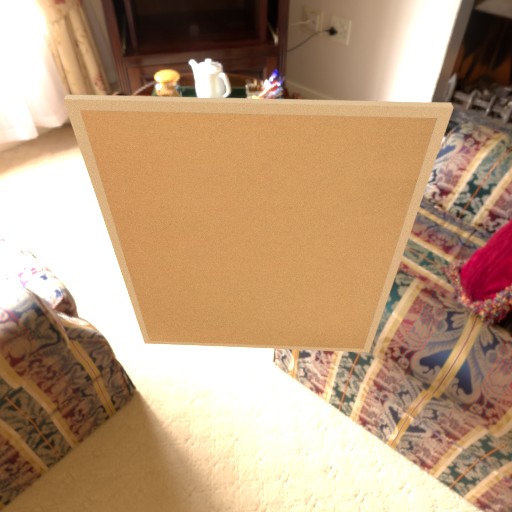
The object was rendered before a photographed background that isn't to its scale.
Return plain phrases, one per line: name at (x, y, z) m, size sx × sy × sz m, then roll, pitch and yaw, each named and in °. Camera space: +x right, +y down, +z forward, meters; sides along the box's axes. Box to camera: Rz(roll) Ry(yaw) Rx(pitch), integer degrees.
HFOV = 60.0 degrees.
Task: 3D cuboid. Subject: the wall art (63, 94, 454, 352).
wall art at (0.000, 0.000, 0.751) m, size 0.482 × 0.557 × 0.012 m, roll 2°, pitch 46°, yaw 2°
